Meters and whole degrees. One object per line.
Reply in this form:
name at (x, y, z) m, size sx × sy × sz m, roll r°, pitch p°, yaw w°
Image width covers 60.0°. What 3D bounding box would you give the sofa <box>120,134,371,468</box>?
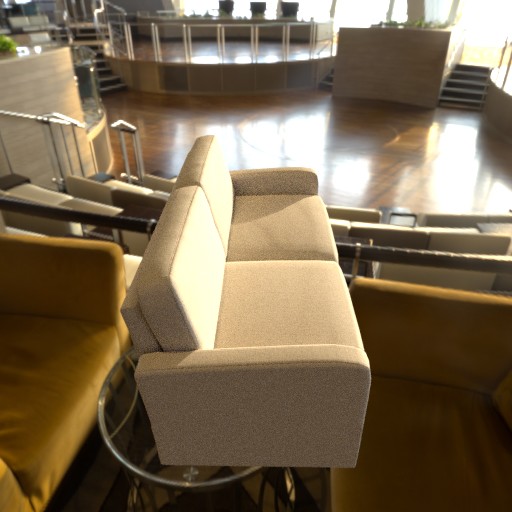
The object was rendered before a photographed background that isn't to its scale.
sofa at (0.000, 0.000, 2.295) m, size 0.894 × 0.831 × 1.808 m, roll 0°, pitch 32°, yaw 1°
